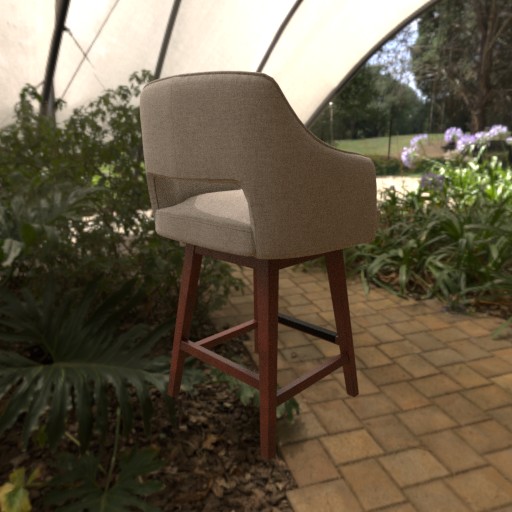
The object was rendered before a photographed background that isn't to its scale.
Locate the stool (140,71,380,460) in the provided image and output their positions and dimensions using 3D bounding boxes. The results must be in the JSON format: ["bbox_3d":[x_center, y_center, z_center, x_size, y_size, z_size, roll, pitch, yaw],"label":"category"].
[{"bbox_3d":[0.000,0.000,1.304,0.599,0.944,0.558,14,20,42],"label":"stool"}]
